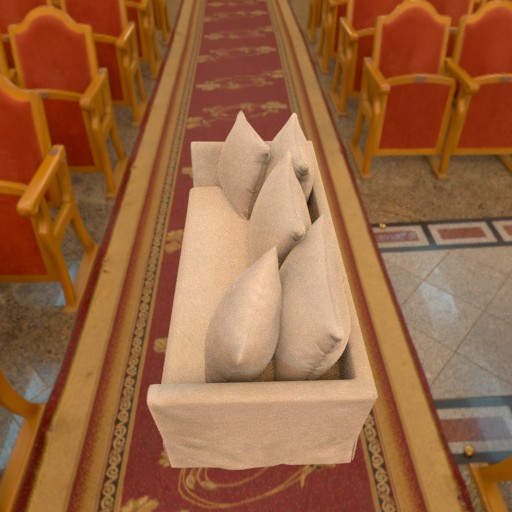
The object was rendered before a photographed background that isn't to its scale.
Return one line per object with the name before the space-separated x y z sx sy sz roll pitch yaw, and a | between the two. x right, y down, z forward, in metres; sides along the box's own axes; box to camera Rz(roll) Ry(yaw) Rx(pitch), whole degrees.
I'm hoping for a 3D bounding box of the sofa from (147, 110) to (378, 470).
sofa | 0.000 0.000 2.830 1.031 1.034 2.290 -1 41 -1
